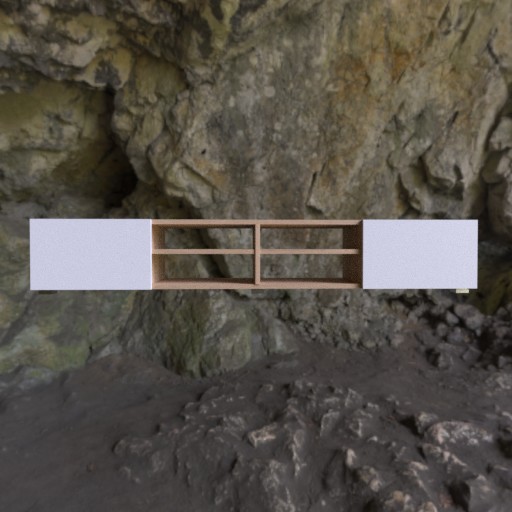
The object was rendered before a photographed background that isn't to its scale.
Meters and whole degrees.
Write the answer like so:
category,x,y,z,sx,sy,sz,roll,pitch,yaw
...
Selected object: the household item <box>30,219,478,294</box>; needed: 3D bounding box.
category,x,y,z,sx,sy,sz,roll,pitch,yaw
household item,0.000,0.000,2.042,1.850,0.310,0.420,0,1,-2
